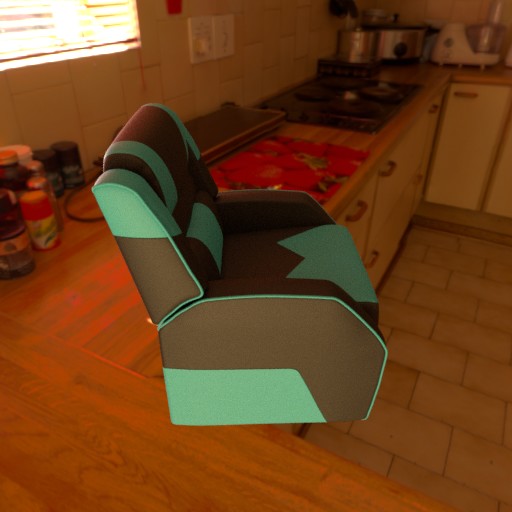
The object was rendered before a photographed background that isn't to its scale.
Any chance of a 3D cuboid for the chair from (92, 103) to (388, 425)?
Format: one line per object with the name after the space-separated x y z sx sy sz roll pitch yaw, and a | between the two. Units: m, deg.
0.000 0.000 1.320 0.672 0.805 0.620 -1 32 -1 | chair
